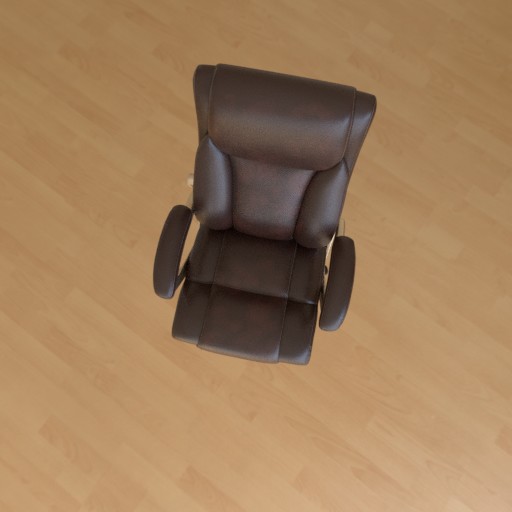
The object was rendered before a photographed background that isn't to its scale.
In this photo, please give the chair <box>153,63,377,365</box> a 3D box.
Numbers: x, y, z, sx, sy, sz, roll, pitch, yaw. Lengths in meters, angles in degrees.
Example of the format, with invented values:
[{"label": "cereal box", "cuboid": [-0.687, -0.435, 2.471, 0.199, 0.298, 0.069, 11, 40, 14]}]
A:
[{"label": "chair", "cuboid": [0.000, 0.000, 1.634, 0.692, 1.194, 0.749, 11, 78, 2]}]
